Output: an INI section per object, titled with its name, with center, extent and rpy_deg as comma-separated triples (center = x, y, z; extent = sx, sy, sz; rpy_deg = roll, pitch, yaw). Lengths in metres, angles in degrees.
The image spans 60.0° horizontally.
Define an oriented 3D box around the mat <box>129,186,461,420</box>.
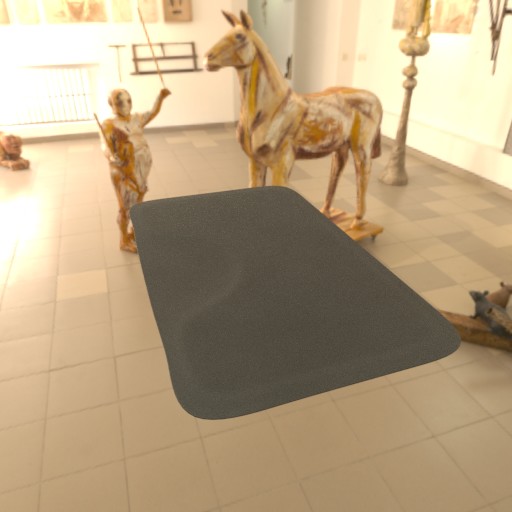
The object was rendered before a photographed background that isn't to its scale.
[mat]
center = 0.000, 0.000, 1.837
extent = 0.918, 0.013, 1.524
rpy_deg = -10, 31, -17
